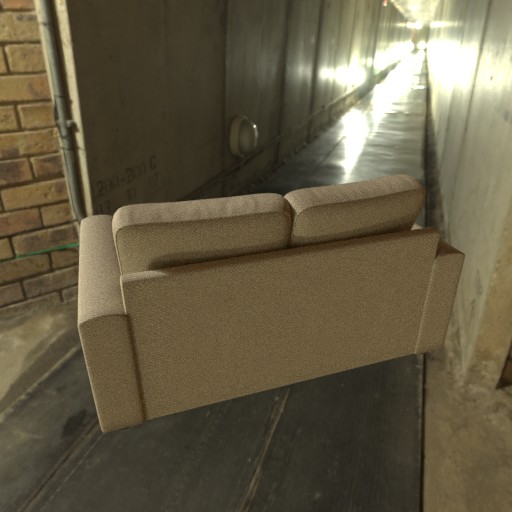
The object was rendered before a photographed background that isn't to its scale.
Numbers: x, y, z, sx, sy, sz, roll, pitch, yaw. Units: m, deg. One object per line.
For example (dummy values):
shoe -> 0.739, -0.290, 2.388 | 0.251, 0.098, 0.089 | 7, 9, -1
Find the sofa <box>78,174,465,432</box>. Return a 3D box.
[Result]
sofa -> 0.000, 0.000, 2.194 | 1.616, 0.873, 1.016 | -9, 29, -17
